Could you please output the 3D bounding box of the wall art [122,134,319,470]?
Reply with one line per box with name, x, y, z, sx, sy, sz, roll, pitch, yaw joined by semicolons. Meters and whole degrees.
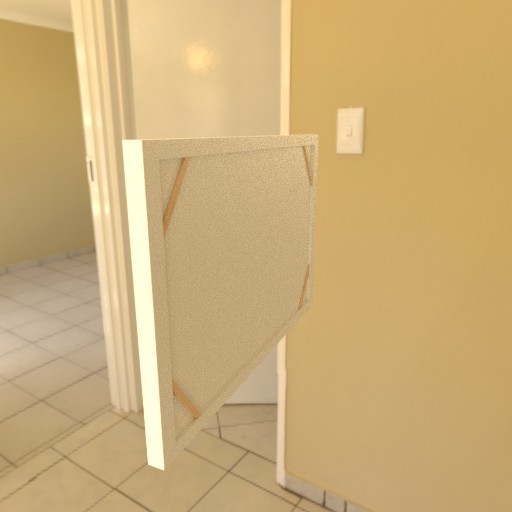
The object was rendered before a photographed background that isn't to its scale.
wall art;0.000;0.000;1.167;0.038;0.609;0.914;7;17;24
